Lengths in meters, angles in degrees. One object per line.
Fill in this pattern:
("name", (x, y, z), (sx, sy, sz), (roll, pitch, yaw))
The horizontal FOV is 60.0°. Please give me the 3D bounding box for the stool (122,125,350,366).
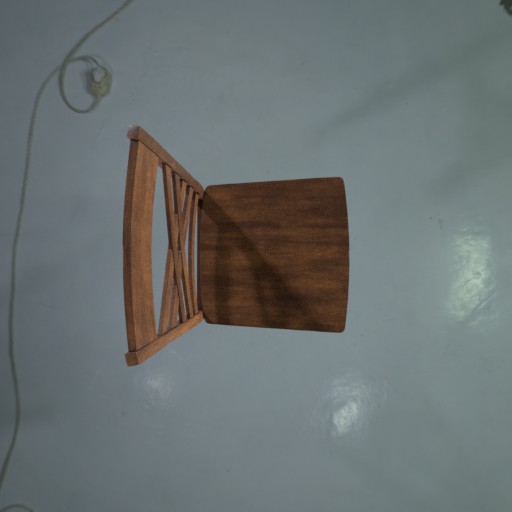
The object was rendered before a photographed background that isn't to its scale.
("stool", (0.000, 0.000, 1.329), (0.504, 1.098, 0.426), (0, 88, -2))
